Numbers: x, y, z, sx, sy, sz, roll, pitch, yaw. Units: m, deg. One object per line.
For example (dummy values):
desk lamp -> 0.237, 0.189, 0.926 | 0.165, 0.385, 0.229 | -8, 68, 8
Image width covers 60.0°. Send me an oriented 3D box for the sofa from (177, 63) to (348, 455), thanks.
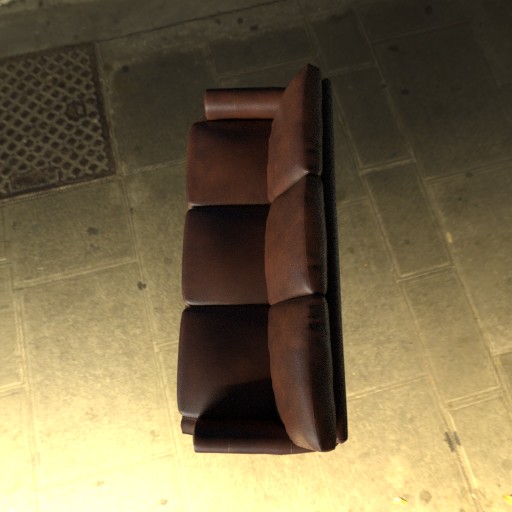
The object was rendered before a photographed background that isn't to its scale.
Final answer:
sofa -> 0.000, 0.000, 2.866 | 0.973, 0.977, 2.351 | 0, 75, 0
